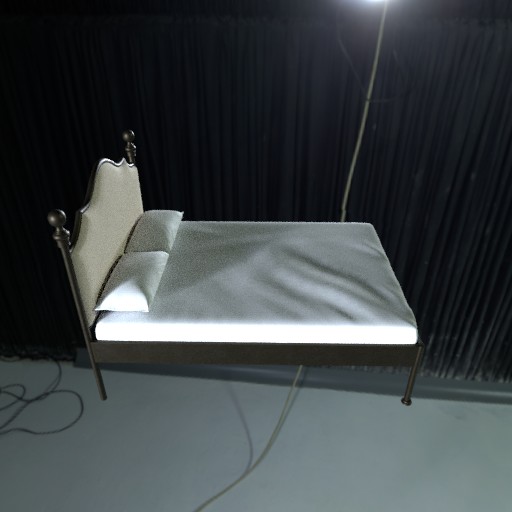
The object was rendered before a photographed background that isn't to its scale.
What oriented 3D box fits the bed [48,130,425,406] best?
[{"bbox_3d":[0.000,0.000,3.301,2.170,1.462,1.533,1,32,1],"label":"bed"}]
